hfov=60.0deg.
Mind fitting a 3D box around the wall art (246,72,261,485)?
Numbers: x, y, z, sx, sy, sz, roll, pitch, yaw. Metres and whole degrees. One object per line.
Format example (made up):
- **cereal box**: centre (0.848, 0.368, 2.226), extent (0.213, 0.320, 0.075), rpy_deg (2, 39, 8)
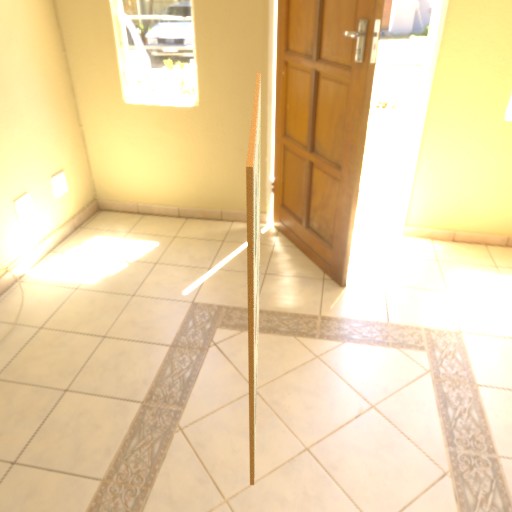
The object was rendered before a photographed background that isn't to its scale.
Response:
- **wall art**: centre (0.000, 0.000, 1.435), extent (0.013, 0.959, 0.962), rpy_deg (1, 32, 1)
